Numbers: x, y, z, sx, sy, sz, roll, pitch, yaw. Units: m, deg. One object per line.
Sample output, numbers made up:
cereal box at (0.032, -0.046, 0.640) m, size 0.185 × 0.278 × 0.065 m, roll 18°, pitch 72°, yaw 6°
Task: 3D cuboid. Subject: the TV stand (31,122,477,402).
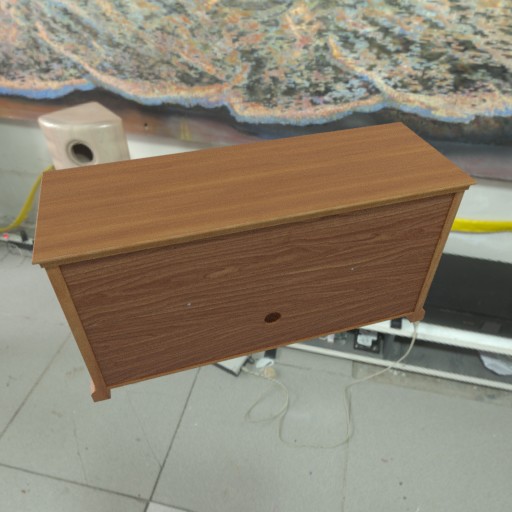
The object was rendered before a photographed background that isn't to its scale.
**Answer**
TV stand at (0.000, 0.000, 1.466) m, size 1.181 × 0.607 × 0.417 m, roll -11°, pitch 42°, yaw -13°
